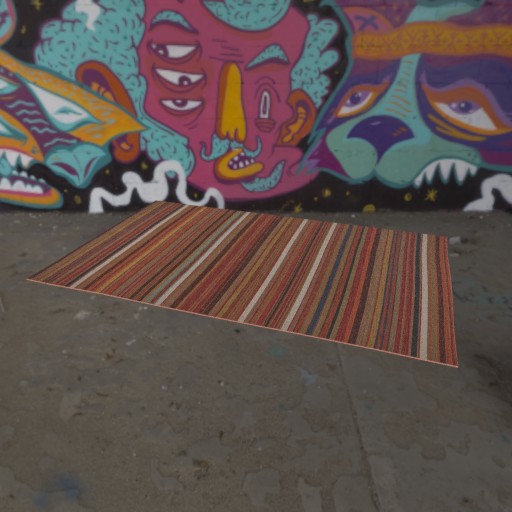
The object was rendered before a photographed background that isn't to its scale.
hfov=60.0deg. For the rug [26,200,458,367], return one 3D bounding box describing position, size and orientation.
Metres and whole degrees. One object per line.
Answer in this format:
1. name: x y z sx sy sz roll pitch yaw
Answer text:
1. rug: 0.000 0.000 2.972 2.438 0.008 1.523 9 28 17
